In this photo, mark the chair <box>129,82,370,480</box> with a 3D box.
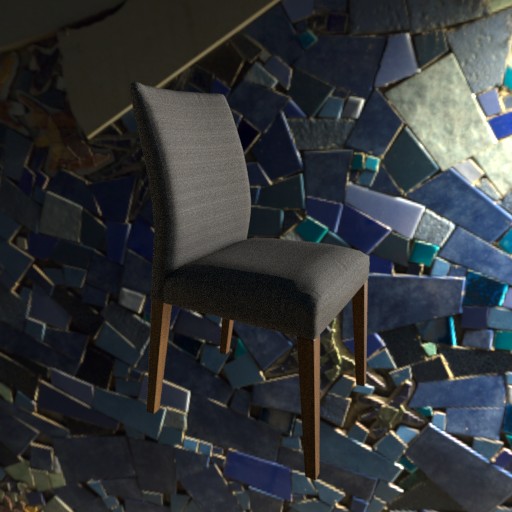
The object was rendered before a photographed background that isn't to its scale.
[{"bbox_3d":[0.000,0.000,1.297,0.585,0.940,0.496,8,18,26],"label":"chair"}]
